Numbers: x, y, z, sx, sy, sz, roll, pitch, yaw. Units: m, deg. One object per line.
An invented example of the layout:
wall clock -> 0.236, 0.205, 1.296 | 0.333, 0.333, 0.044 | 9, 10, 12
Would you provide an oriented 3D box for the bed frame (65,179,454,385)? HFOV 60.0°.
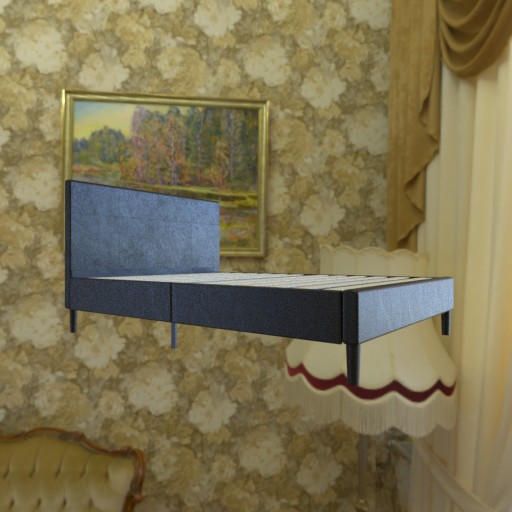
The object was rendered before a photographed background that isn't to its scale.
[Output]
bed frame -> 0.000, 0.000, 3.226 | 2.318, 1.127, 1.634 | 0, 0, 37
